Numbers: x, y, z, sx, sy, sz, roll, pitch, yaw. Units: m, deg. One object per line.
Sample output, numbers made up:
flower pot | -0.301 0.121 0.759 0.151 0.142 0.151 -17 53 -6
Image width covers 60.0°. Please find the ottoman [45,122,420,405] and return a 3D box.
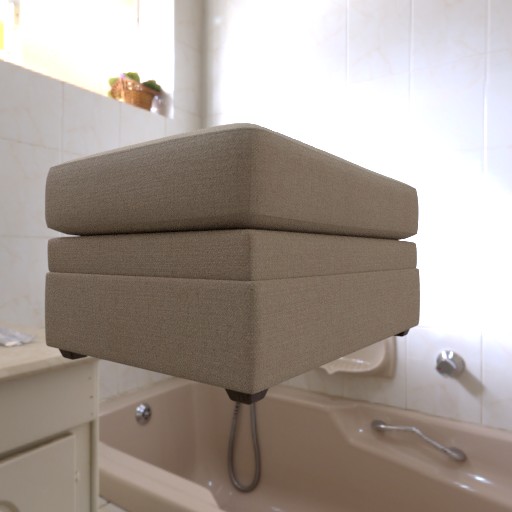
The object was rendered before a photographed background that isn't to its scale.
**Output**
ottoman | 0.000 0.000 1.188 0.637 0.478 0.885 0 0 37
